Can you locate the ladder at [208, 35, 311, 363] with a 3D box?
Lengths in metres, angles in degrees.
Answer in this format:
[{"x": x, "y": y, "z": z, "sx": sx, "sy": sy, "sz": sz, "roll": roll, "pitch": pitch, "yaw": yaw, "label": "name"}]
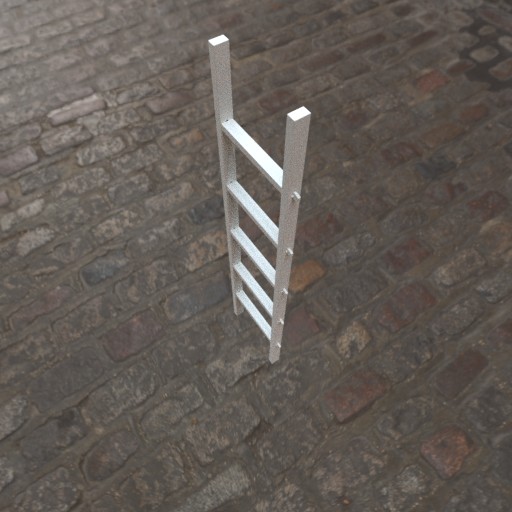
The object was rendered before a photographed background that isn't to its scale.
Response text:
[{"x": 0.000, "y": 0.000, "z": 1.926, "sx": 0.051, "sy": 1.797, "sz": 0.452, "roll": -30, "pitch": 63, "yaw": -18, "label": "ladder"}]
